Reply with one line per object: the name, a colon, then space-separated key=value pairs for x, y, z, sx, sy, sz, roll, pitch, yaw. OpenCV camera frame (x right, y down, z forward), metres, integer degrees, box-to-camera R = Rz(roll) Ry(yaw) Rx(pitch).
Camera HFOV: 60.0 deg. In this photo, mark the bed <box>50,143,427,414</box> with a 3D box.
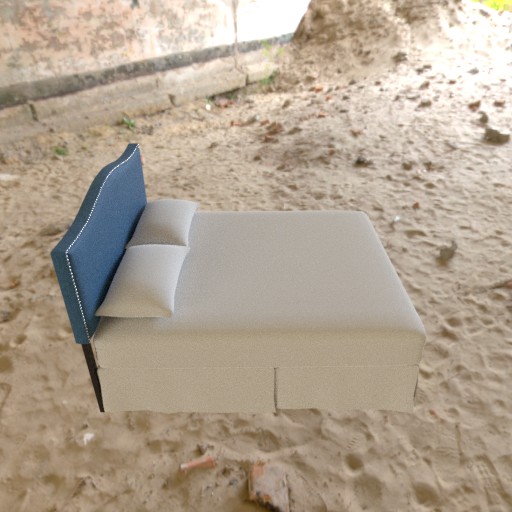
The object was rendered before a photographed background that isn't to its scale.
bed: x=0.000 y=0.000 z=2.932 sx=1.872 sy=1.169 sz=1.610 roll=0 pitch=32 yaw=-1
